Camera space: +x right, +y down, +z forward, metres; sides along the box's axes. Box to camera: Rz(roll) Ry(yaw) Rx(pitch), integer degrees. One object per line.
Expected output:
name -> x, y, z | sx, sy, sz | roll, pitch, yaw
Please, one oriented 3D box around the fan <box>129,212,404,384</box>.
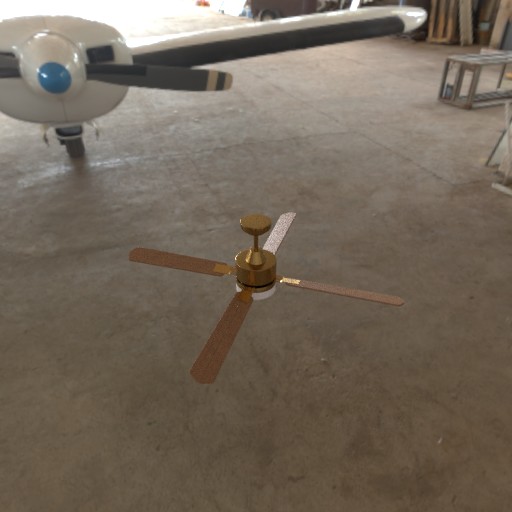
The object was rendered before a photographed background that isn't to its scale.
fan -> 0.000, 0.000, 1.989 | 1.320, 0.355, 1.320 | 10, 34, 15
